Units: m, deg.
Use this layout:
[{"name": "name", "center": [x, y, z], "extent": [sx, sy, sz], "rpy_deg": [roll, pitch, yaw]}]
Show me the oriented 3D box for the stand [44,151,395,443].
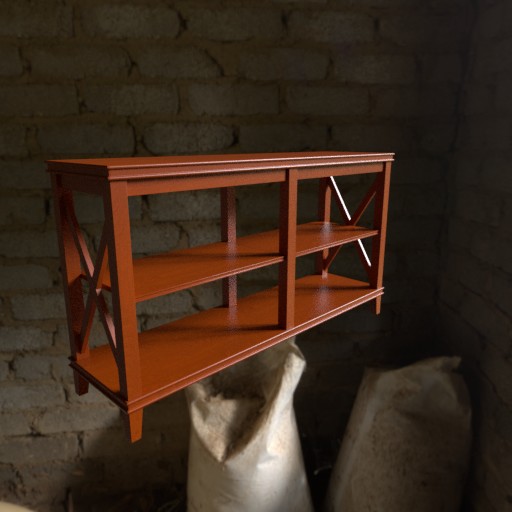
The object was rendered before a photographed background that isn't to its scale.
[{"name": "stand", "center": [0.000, 0.000, 1.730], "extent": [0.381, 0.762, 1.372], "rpy_deg": [14, 20, 43]}]
